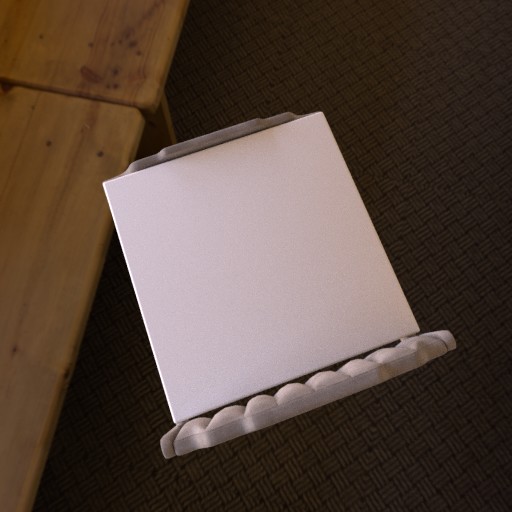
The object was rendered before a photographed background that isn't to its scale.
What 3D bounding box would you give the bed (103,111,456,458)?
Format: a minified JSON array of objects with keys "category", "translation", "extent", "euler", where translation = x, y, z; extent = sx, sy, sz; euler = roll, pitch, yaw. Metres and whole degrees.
[{"category":"bed","translation":[0.000,0.000,3.567],"extent":[2.074,1.245,2.340],"euler":[-19,77,-5]}]
